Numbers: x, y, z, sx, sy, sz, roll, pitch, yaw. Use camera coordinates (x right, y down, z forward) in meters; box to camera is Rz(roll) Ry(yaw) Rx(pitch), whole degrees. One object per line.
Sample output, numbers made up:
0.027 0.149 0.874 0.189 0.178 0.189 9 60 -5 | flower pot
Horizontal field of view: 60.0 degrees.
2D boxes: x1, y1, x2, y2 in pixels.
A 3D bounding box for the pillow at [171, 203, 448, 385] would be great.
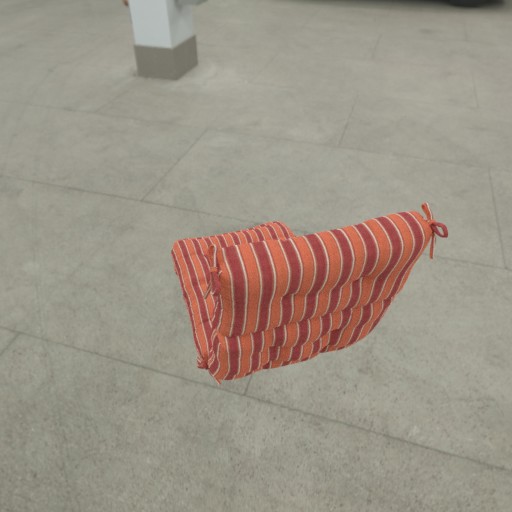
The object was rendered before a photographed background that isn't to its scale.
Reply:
0.000 0.000 1.468 0.526 0.863 1.016 -12 42 -14 | pillow
